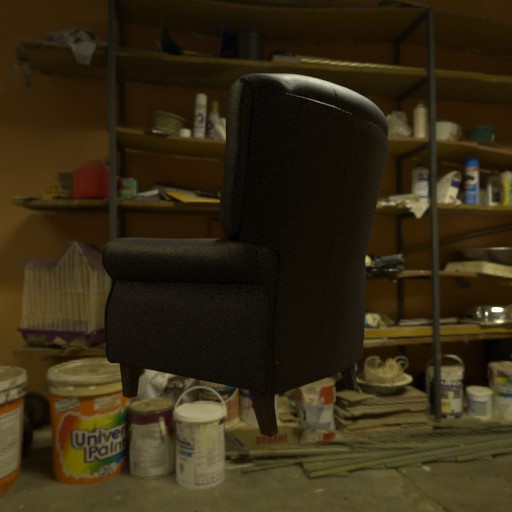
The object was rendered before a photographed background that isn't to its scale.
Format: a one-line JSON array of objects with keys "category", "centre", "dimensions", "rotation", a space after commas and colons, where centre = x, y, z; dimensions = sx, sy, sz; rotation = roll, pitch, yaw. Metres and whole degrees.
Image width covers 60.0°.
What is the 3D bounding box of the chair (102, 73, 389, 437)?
[{"category": "chair", "centre": [0.000, 0.000, 1.853], "dimensions": [1.058, 1.158, 0.948], "rotation": [-1, -2, 36]}]
